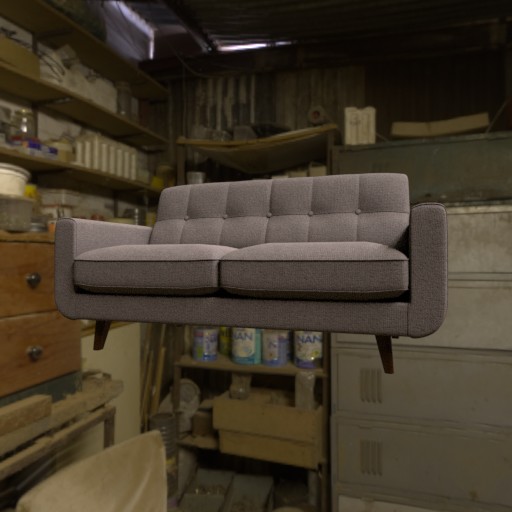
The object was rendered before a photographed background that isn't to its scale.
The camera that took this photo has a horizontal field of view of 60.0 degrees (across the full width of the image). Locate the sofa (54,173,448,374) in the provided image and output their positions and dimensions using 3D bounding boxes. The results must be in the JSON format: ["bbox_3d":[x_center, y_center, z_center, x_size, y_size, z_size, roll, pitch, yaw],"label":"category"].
[{"bbox_3d":[0.000,0.000,2.122,1.631,0.841,0.909,0,-1,19],"label":"sofa"}]
